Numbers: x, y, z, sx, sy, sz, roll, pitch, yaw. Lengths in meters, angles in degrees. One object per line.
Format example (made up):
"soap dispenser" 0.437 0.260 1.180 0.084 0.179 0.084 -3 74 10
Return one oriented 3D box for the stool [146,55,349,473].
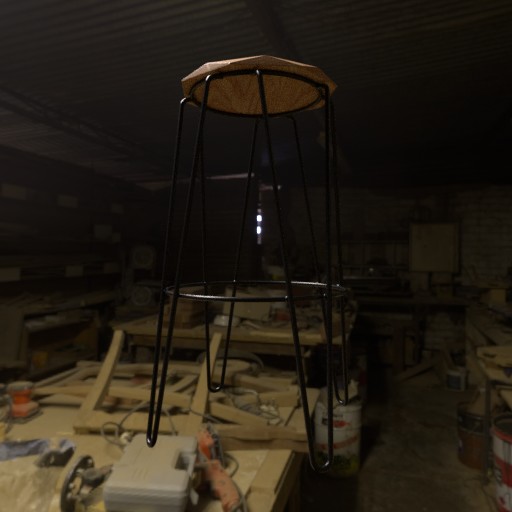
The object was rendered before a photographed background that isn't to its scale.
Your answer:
"stool" 0.000 0.000 0.800 0.326 0.610 0.326 0 1 17
